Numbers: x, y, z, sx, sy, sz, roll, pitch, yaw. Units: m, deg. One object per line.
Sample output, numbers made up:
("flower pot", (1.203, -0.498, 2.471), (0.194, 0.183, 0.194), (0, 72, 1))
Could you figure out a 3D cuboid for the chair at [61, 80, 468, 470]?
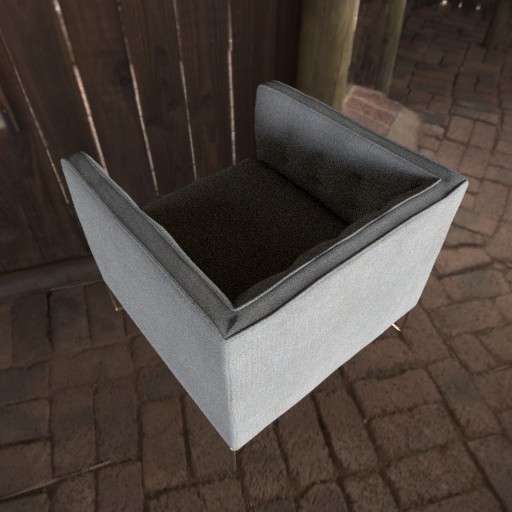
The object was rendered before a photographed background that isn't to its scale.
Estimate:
("chair", (0.000, 0.000, 1.619), (0.920, 0.799, 0.912), (-30, 53, -26))
